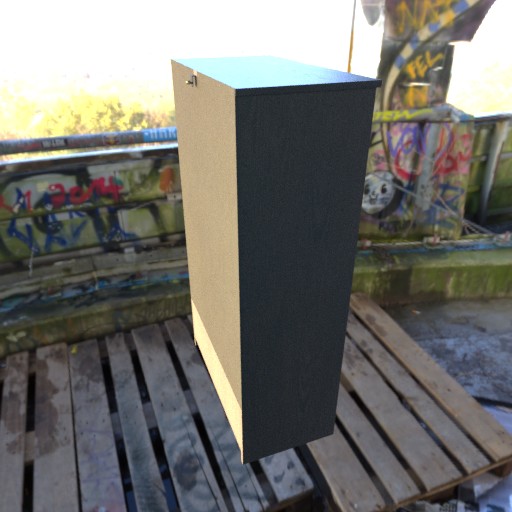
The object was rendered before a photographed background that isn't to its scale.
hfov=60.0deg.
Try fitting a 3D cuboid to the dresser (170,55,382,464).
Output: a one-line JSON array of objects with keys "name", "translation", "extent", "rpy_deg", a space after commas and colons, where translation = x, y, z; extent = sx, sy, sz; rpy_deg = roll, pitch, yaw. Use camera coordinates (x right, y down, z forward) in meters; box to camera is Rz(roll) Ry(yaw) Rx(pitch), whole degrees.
[{"name": "dresser", "translation": [0.000, 0.000, 1.593], "extent": [0.418, 1.254, 0.704], "rpy_deg": [-10, 31, -18]}]
